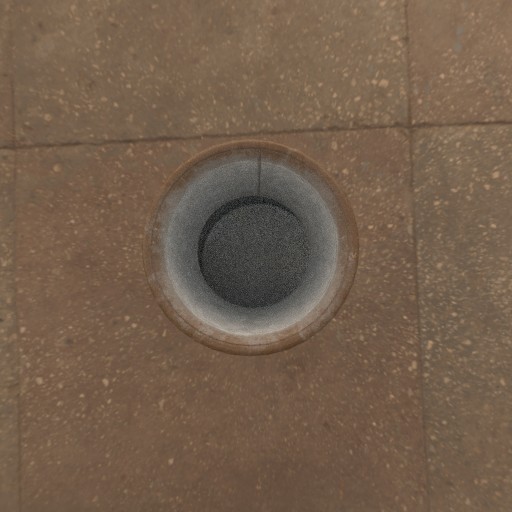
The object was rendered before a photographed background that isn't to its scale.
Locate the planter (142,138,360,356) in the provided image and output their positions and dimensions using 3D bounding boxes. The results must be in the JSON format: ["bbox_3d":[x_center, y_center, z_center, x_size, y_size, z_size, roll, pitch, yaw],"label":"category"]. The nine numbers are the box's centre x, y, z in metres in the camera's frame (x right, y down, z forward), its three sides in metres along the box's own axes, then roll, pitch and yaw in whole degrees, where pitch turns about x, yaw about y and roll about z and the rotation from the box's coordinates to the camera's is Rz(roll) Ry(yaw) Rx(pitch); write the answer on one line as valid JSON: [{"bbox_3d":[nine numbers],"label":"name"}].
[{"bbox_3d":[0.000,0.000,0.541,0.214,0.396,0.245,0,88,1],"label":"planter"}]
